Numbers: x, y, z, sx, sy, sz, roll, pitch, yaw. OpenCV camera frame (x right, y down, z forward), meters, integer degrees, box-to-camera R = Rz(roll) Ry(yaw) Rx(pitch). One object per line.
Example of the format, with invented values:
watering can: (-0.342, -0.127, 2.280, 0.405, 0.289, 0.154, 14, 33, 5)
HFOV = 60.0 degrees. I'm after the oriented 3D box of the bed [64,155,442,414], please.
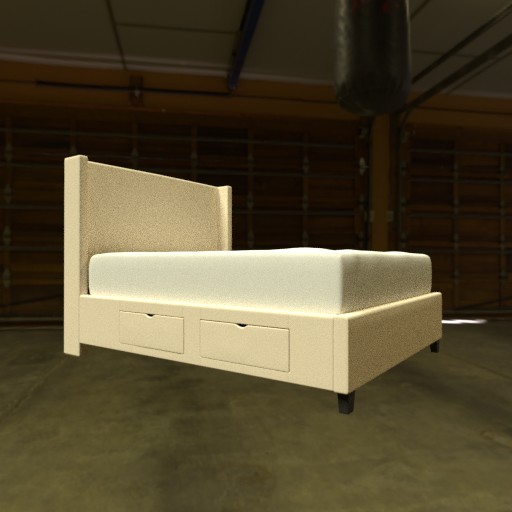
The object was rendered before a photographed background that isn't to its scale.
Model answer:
bed: (0.000, 0.000, 3.370, 2.280, 1.471, 1.765, 0, 0, 36)
